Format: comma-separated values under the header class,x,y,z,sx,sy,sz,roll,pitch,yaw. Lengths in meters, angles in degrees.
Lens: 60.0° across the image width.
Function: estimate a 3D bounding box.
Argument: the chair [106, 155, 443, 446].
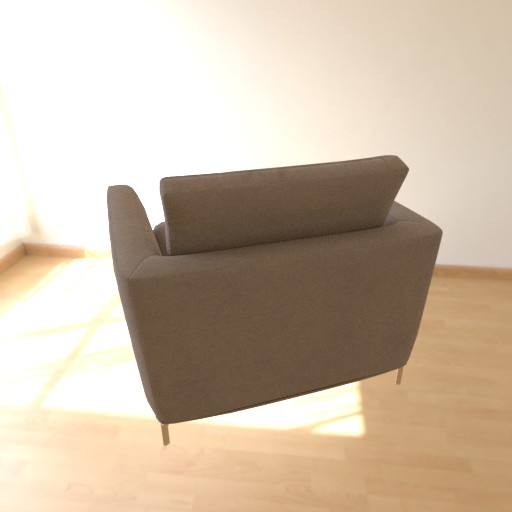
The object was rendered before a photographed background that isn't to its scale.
class,x,y,z,sx,sy,sz,roll,pitch,yaw
chair,0.000,0.000,1.707,1.041,0.864,0.889,-8,28,-16
